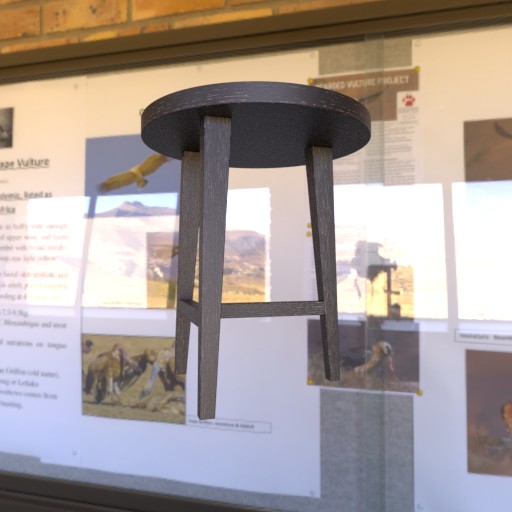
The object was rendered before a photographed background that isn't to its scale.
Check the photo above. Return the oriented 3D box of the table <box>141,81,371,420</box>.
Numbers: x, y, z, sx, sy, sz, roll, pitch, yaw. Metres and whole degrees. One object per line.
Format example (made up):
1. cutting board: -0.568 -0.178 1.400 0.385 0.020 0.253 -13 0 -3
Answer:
1. table: 0.000 0.000 0.788 0.399 0.460 0.399 0 -1 0
